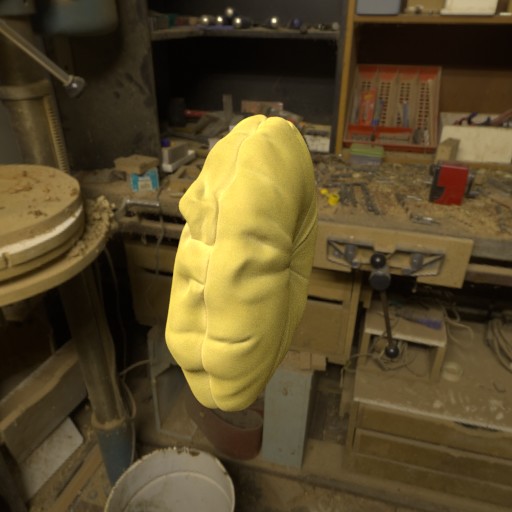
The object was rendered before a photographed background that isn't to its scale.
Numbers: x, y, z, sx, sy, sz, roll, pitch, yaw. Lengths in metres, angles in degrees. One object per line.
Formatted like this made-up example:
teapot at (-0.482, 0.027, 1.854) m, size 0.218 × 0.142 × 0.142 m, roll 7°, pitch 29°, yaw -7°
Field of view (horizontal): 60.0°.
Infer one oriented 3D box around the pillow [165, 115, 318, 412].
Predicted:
pillow at (0.000, 0.000, 0.674) m, size 0.148 × 0.407 × 0.428 m, roll 9°, pitch 31°, yaw 15°
